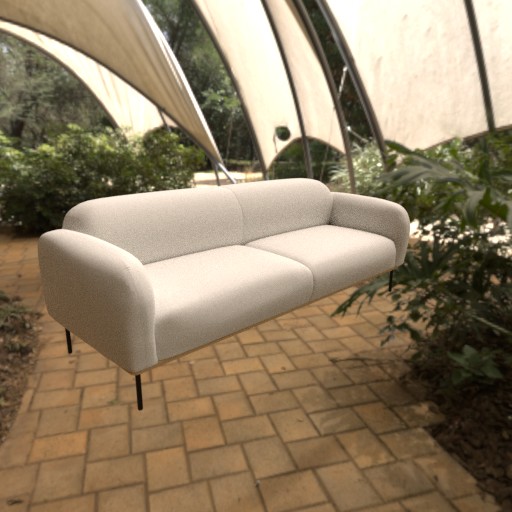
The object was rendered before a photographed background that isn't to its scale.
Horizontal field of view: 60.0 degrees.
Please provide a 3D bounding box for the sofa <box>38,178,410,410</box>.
[{"bbox_3d":[0.000,0.000,2.630,2.257,0.780,0.880,-15,21,-43],"label":"sofa"}]
